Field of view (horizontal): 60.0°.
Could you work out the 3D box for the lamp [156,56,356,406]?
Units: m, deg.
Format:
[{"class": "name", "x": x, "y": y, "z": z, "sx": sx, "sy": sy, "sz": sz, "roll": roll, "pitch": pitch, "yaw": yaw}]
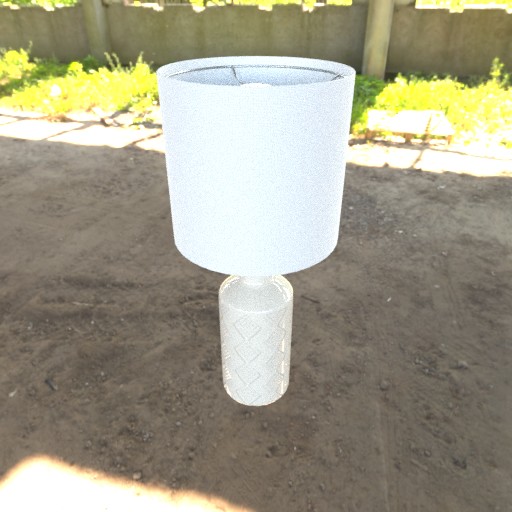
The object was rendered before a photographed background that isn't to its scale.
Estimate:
[{"class": "lamp", "x": 0.000, "y": 0.000, "z": 0.585, "sx": 0.207, "sy": 0.461, "sz": 0.207, "roll": -9, "pitch": 32, "yaw": -15}]
